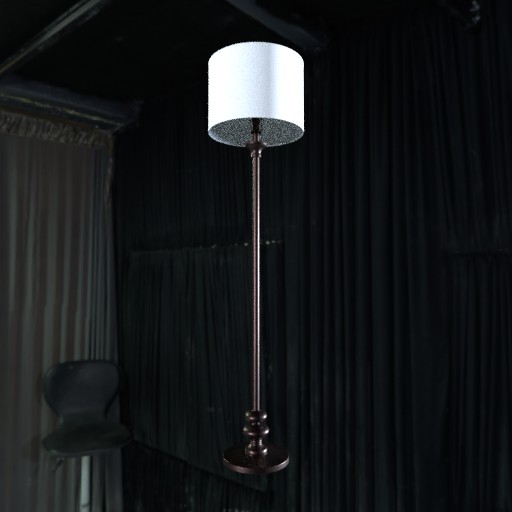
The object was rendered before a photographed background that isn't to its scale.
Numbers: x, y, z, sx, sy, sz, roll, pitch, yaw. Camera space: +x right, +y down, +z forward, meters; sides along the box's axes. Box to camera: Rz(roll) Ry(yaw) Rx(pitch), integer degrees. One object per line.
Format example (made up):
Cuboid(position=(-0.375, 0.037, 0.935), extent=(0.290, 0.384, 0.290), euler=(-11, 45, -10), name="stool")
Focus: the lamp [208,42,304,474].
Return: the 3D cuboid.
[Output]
Cuboid(position=(0.000, 0.000, 1.649), extent=(0.356, 1.487, 0.356), euler=(-1, -3, 35), name="lamp")
